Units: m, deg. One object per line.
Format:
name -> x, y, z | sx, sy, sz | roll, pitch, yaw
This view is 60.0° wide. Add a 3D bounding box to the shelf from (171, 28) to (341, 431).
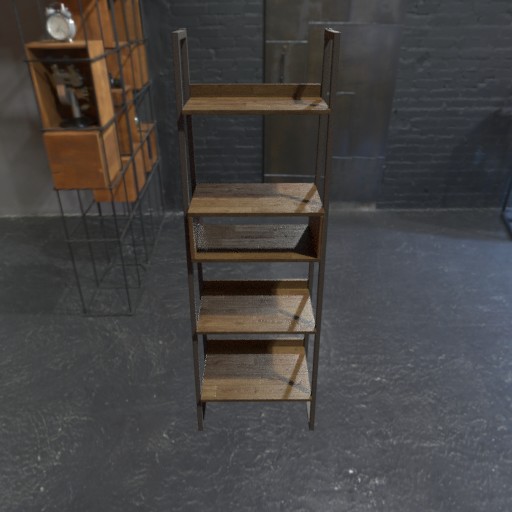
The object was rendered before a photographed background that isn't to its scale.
shelf -> 0.000, 0.000, 2.207 | 0.652, 2.005, 0.454 | 0, 29, 0
